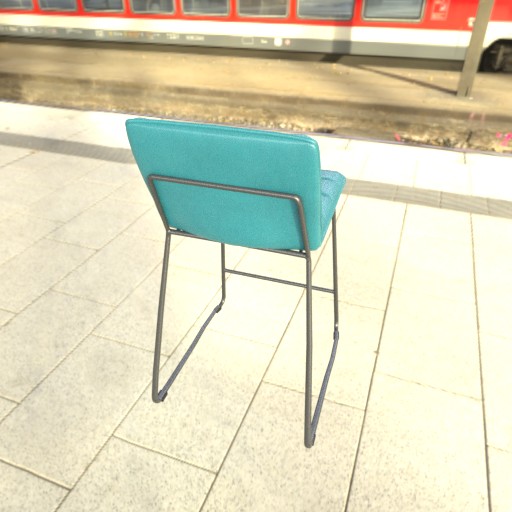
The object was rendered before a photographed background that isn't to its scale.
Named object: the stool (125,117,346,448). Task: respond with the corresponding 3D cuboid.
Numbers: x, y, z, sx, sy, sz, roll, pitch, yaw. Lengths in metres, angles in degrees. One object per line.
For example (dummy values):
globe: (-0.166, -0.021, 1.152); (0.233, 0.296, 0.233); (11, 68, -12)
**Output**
stool: (0.000, 0.000, 1.232); (0.489, 0.866, 0.524); (10, 35, 15)
